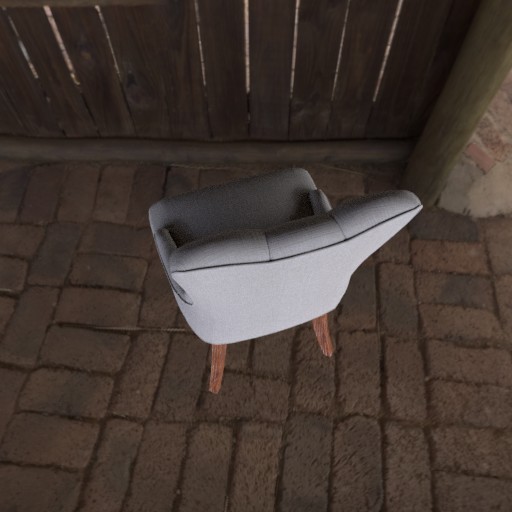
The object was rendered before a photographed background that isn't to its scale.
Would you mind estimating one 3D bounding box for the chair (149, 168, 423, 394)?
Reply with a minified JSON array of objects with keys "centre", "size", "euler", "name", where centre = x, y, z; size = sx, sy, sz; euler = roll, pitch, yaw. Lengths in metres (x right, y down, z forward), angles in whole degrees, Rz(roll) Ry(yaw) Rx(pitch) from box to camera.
[{"centre":[0.000,0.000,1.206],"size":[0.509,0.874,0.565],"euler":[-15,58,-10],"name":"chair"}]
